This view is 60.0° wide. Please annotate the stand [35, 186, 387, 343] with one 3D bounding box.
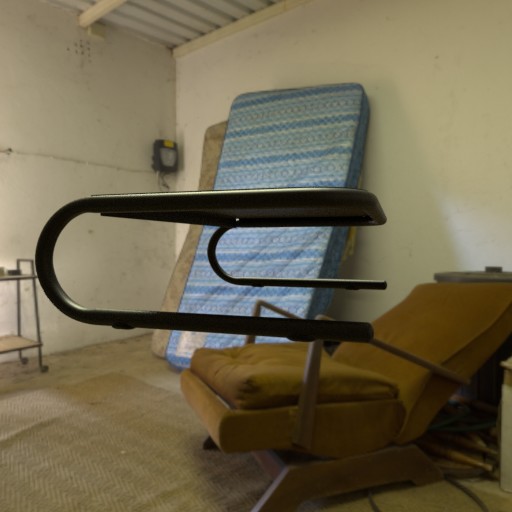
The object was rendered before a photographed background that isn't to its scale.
[{"bbox_3d":[0.000,0.000,0.507,0.280,0.108,0.370,1,2,18],"label":"stand"}]
